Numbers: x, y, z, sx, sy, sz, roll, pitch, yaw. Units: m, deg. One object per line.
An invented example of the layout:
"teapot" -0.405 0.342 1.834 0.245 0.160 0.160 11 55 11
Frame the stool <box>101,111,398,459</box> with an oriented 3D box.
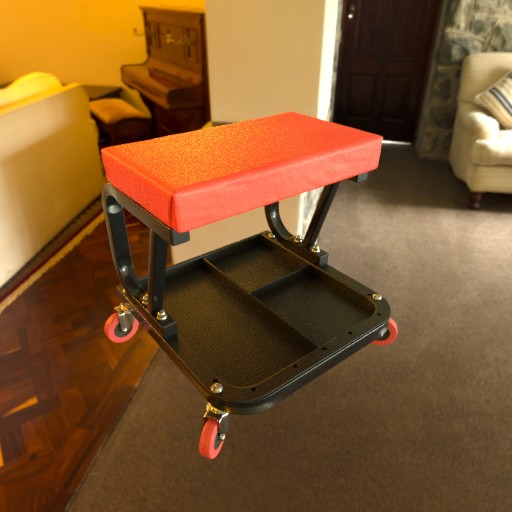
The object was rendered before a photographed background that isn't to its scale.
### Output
"stool" 0.000 0.000 0.739 0.446 0.380 0.371 -22 37 -32
